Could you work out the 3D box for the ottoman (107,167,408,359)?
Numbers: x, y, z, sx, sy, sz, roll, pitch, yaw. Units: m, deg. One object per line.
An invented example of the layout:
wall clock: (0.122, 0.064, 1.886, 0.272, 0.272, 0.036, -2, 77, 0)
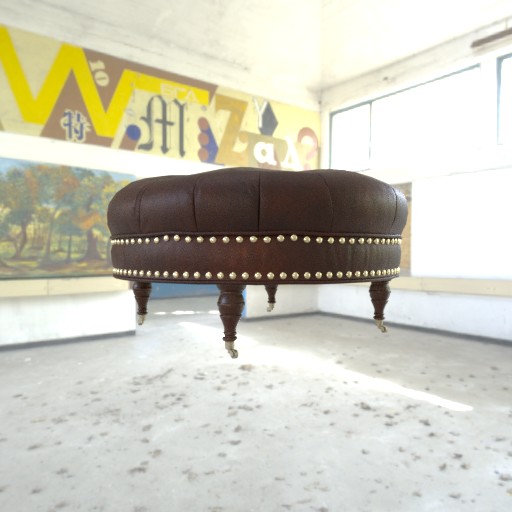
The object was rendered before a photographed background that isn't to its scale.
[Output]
ottoman: (0.000, 0.000, 1.374, 0.901, 0.455, 0.901, 0, 1, 0)
